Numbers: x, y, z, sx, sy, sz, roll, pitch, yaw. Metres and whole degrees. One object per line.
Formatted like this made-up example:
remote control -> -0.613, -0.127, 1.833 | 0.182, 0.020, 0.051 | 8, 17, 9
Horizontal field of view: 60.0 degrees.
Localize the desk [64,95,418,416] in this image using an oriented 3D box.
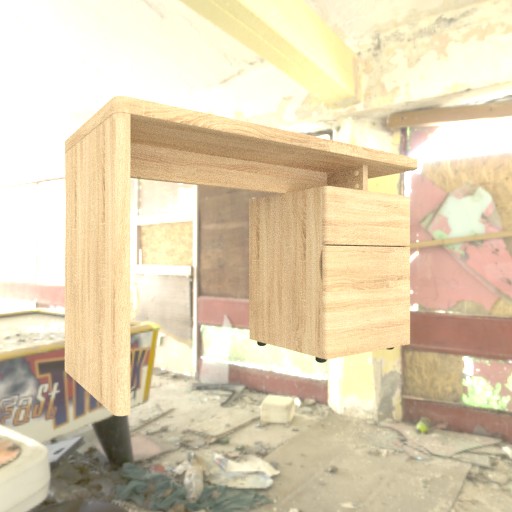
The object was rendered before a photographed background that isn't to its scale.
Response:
desk -> 0.000, 0.000, 1.611 | 1.200, 0.760, 0.550 | 0, 0, -36
